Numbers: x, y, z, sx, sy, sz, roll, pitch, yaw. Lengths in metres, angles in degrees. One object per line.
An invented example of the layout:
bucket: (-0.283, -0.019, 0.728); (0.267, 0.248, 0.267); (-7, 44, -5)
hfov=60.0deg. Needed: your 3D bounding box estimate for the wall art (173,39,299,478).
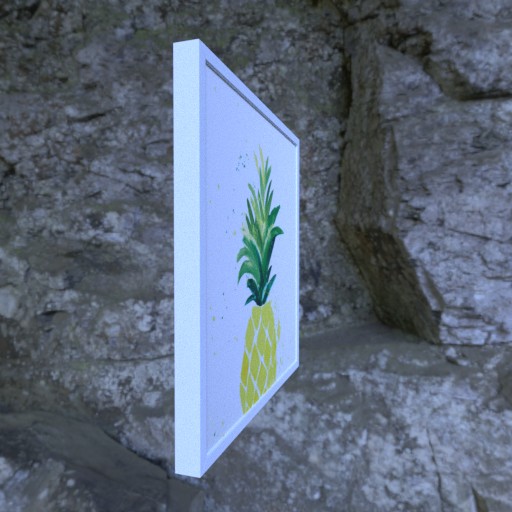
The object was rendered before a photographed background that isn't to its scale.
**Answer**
wall art: (0.000, 0.000, 0.458); (0.020, 0.307, 0.307); (0, 1, 19)
